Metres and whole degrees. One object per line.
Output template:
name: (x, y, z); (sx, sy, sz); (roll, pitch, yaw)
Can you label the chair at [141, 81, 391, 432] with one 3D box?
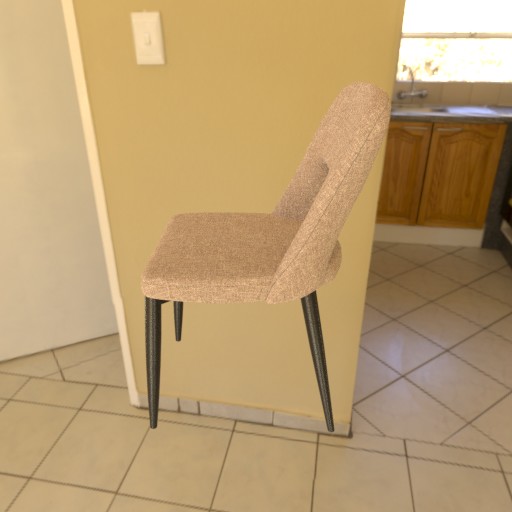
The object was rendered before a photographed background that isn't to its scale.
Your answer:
chair: (0.000, 0.000, 1.279); (0.612, 0.931, 0.470); (0, 26, 1)
